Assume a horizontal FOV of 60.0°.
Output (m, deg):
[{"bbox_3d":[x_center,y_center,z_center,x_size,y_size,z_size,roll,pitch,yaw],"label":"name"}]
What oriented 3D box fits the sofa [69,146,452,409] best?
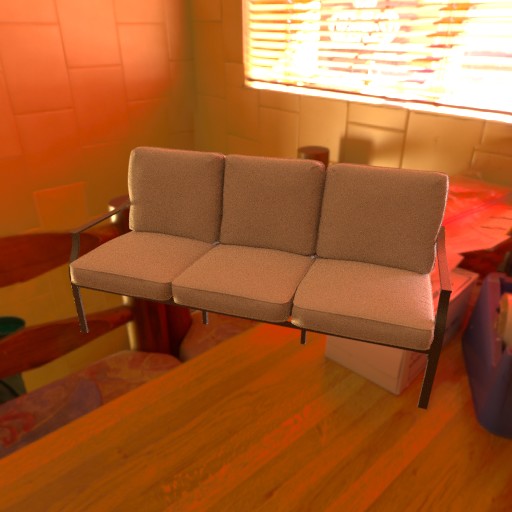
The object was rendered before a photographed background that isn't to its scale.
[{"bbox_3d":[0.000,0.000,2.202,1.740,0.860,0.787,8,28,16],"label":"sofa"}]
